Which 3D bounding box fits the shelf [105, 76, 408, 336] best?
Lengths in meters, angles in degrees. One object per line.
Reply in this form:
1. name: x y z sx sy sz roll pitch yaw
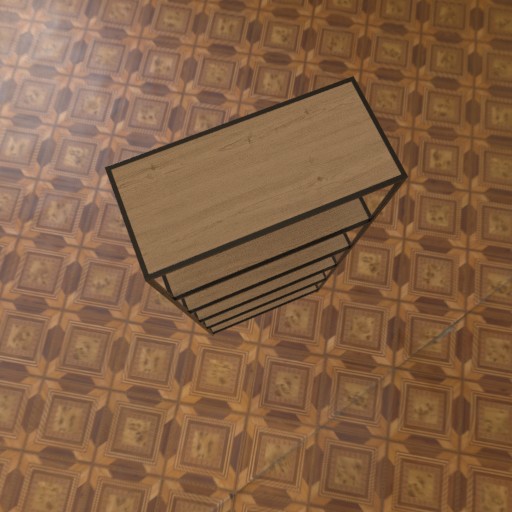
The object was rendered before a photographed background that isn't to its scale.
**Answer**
1. shelf: 0.000 0.000 2.127 0.770 1.850 0.350 -22 76 -6
